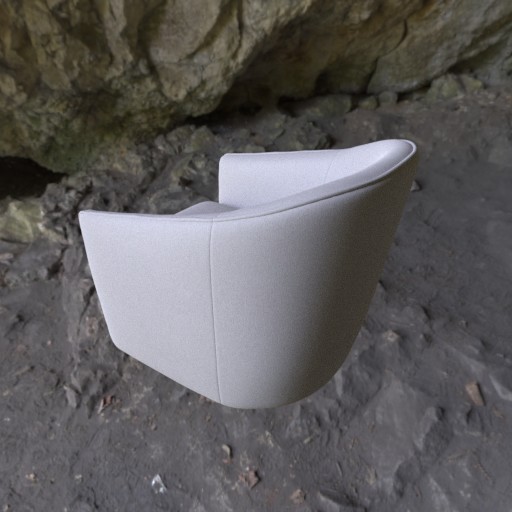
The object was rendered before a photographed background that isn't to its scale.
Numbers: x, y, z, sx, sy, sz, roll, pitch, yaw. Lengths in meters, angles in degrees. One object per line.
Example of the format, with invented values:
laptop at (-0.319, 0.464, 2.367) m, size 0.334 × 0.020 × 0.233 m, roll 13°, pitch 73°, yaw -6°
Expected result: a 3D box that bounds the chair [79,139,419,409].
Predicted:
chair at (0.000, 0.000, 1.444) m, size 0.875 × 0.799 × 0.747 m, roll 19°, pitch 35°, yaw 30°
